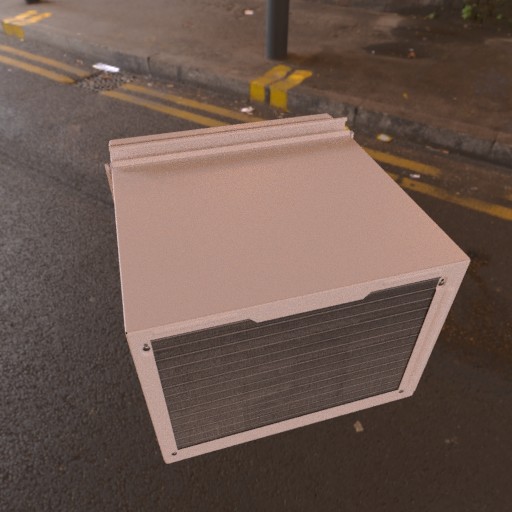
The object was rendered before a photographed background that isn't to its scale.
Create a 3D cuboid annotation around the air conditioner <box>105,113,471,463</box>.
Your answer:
[{"bbox_3d":[0.000,0.000,0.883,0.503,0.388,0.546,-11,42,-12],"label":"air conditioner"}]
